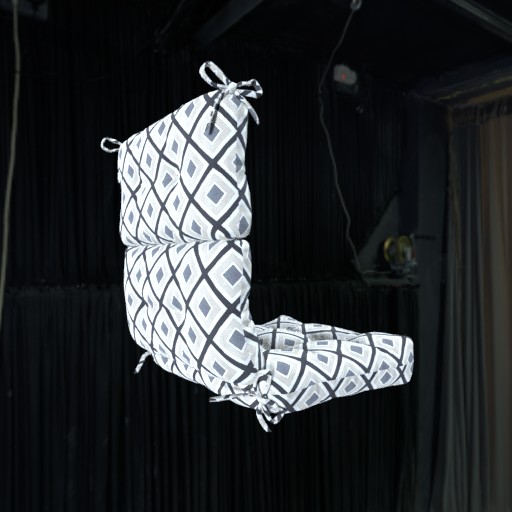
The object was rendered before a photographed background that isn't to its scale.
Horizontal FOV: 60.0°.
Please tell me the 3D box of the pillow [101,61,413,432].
[{"bbox_3d":[0.000,0.000,1.034,0.571,0.605,0.519,1,-1,-37],"label":"pillow"}]
